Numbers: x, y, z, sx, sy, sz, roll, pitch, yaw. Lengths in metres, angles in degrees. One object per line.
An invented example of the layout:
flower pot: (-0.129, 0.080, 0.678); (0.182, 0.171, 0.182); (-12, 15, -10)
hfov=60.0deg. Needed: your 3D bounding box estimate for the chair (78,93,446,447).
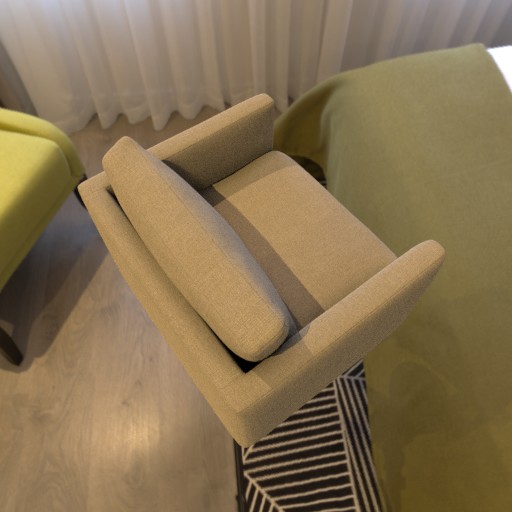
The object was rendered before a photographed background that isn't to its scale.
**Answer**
chair: (0.000, 0.000, 1.860); (0.959, 0.963, 1.107); (-33, 64, -18)
